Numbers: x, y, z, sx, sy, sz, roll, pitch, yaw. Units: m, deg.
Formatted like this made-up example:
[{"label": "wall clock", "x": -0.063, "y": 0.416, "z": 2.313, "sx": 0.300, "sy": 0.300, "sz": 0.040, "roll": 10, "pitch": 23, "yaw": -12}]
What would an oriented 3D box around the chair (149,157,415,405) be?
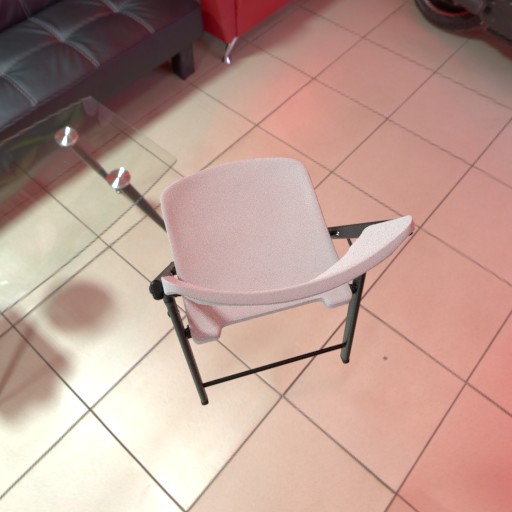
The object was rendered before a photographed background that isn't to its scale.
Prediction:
[{"label": "chair", "x": 0.000, "y": 0.000, "z": 1.134, "sx": 0.482, "sy": 0.765, "sz": 0.577, "roll": -14, "pitch": 61, "yaw": -8}]
